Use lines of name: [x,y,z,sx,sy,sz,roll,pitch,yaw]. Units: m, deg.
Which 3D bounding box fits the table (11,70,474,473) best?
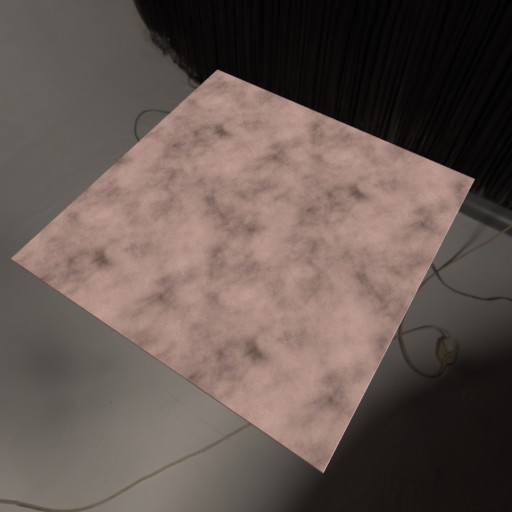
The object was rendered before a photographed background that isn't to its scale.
table: [0.000,0.000,1.018,0.670,0.305,0.670,29,63,16]
